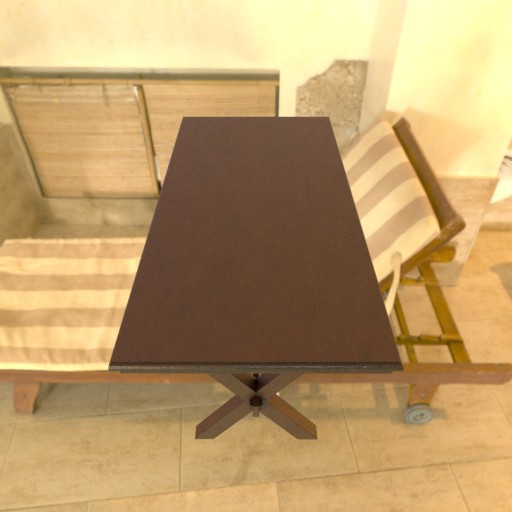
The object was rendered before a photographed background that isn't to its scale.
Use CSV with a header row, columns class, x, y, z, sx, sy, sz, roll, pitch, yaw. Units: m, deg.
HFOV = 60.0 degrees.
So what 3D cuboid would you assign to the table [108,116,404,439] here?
class,x,y,z,sx,sy,sz,roll,pitch,yaw
table,0.000,0.000,1.487,0.594,0.459,1.197,0,41,0
